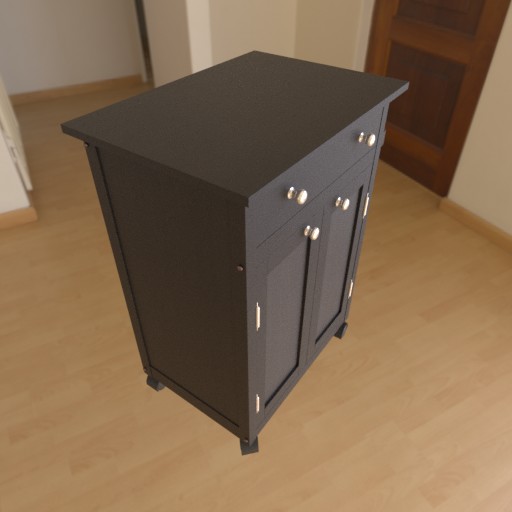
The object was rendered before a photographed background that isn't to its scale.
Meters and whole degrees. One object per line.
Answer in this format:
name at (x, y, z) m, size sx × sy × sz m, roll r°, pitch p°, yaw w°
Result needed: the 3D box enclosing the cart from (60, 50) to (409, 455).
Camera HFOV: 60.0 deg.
cart at (0.000, 0.000, 1.238) m, size 0.456 × 0.879 × 0.660 m, roll 25°, pitch 45°, yaw 27°
